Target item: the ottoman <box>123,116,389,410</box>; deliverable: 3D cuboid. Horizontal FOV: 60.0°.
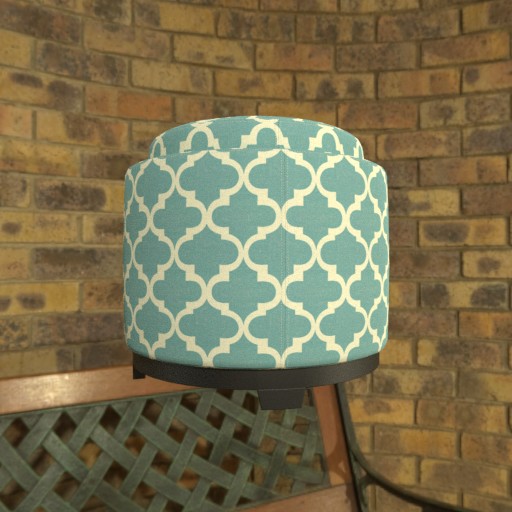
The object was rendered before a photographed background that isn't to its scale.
[{"bbox_3d":[0.000,0.000,0.834,0.480,0.429,0.480,0,-1,0],"label":"ottoman"}]
